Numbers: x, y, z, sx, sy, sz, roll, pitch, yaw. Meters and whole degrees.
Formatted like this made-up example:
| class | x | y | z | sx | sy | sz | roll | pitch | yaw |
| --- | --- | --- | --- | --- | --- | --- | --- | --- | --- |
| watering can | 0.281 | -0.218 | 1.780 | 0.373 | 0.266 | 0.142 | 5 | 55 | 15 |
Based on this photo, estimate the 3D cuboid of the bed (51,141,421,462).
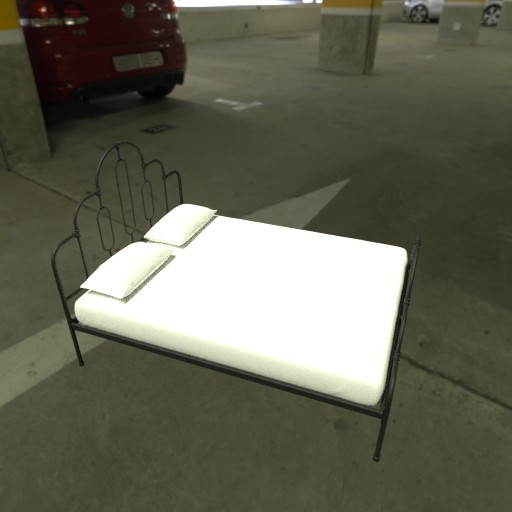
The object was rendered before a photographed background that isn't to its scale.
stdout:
| class | x | y | z | sx | sy | sz | roll | pitch | yaw |
| --- | --- | --- | --- | --- | --- | --- | --- | --- | --- |
| bed | 0.000 | 0.000 | 3.197 | 2.163 | 1.429 | 1.640 | 11 | 33 | 18 |
